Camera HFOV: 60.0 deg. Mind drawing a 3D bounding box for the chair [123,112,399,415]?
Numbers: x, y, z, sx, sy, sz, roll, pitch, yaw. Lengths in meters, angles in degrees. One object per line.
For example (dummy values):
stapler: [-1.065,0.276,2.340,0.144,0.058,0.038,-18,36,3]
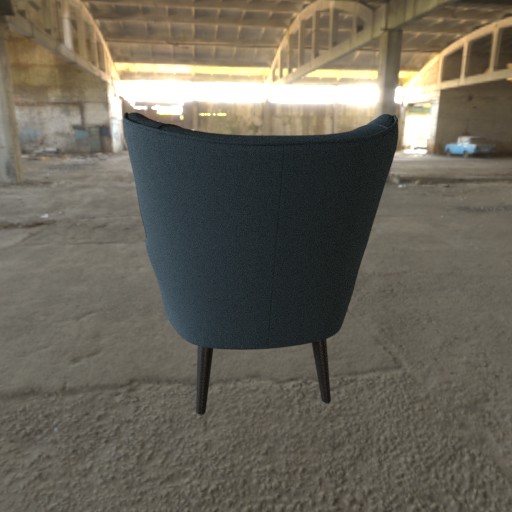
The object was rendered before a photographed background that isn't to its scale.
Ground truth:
chair: [0.000,0.000,1.543,0.781,0.933,0.888,-2,16,-8]
